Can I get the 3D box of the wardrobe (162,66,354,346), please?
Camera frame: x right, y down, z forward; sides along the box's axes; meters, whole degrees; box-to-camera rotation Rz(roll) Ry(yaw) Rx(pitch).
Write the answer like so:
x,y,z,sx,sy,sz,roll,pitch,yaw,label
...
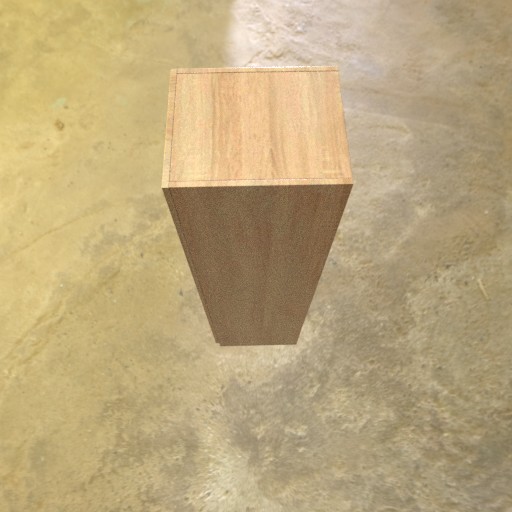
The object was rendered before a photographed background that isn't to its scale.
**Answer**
x,y,z,sx,sy,sz,roll,pitch,yaw,label
0.000,0.000,2.420,0.588,2.117,0.496,-1,66,-1,wardrobe
